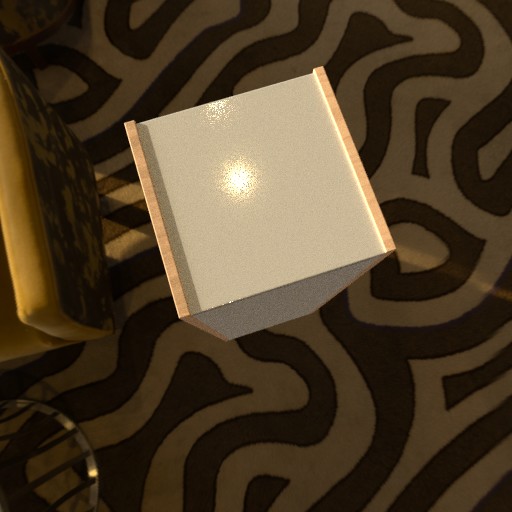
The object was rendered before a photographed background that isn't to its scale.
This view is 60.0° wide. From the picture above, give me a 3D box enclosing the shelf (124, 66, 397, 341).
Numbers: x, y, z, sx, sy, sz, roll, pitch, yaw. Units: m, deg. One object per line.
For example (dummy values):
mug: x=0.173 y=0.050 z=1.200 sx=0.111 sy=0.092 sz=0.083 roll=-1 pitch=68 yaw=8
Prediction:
shelf: x=0.000 y=0.000 z=1.048 sx=0.300 sy=0.900 sz=0.290 roll=-17 pitch=78 yaw=-4
